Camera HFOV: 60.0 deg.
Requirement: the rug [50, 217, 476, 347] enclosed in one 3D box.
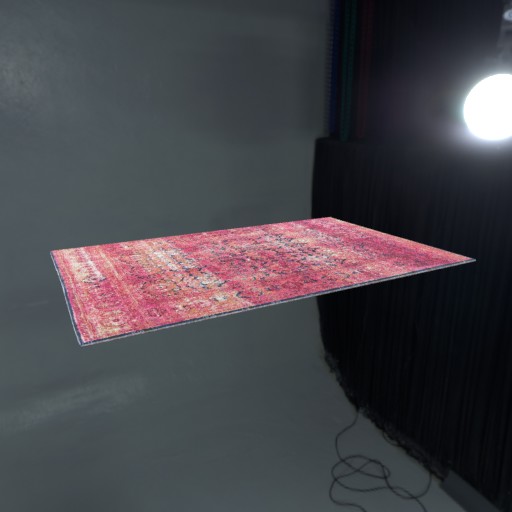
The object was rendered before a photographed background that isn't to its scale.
[{"bbox_3d":[0.000,0.000,2.993,2.449,0.018,1.539,-9,19,-27],"label":"rug"}]
